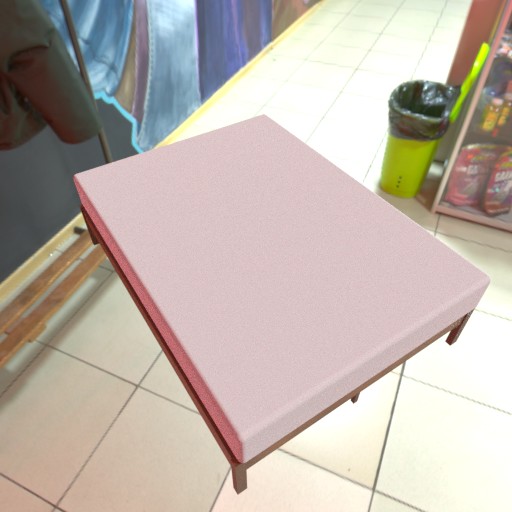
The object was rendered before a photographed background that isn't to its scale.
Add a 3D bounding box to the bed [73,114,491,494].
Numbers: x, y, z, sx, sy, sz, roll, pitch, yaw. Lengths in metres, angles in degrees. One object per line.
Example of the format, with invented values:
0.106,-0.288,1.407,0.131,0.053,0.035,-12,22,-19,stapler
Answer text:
0.000,0.000,2.733,1.529,0.593,2.050,-25,50,-23,bed
